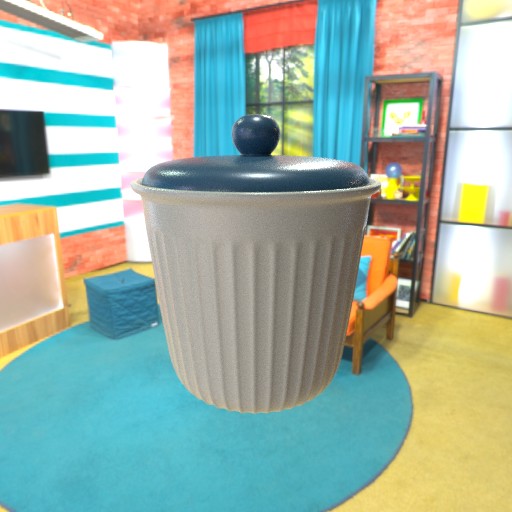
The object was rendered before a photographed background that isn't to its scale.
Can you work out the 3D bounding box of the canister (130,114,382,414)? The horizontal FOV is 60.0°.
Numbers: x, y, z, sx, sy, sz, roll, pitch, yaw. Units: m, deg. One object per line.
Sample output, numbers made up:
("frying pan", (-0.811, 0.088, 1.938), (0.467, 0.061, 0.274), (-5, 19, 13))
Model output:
("canister", (0.000, 0.000, 0.345), (0.181, 0.211, 0.181), (0, 15, 0))
